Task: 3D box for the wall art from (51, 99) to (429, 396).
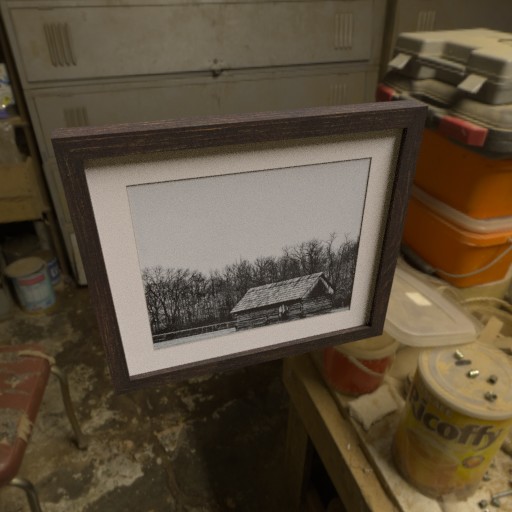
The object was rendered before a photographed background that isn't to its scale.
[{"bbox_3d":[0.000,0.000,0.532,0.381,0.330,0.031,-9,34,-14],"label":"wall art"}]
